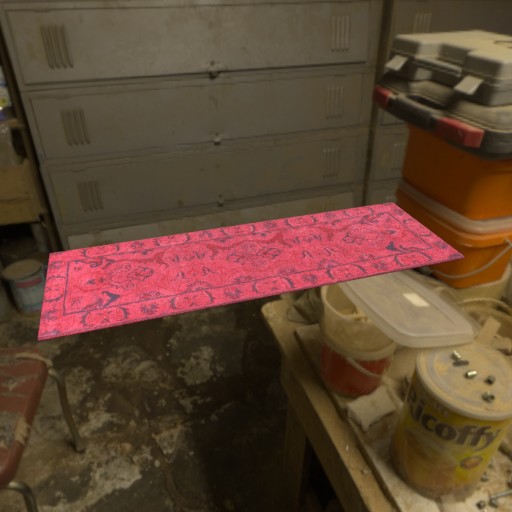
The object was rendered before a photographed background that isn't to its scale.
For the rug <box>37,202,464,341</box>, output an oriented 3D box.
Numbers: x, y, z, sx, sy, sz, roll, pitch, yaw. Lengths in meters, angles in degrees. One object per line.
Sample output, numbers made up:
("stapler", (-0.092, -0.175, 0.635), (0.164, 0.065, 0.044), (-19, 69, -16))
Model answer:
("rug", (0.000, 0.000, 2.744), (2.439, 0.018, 0.813), (-10, 34, -15))
